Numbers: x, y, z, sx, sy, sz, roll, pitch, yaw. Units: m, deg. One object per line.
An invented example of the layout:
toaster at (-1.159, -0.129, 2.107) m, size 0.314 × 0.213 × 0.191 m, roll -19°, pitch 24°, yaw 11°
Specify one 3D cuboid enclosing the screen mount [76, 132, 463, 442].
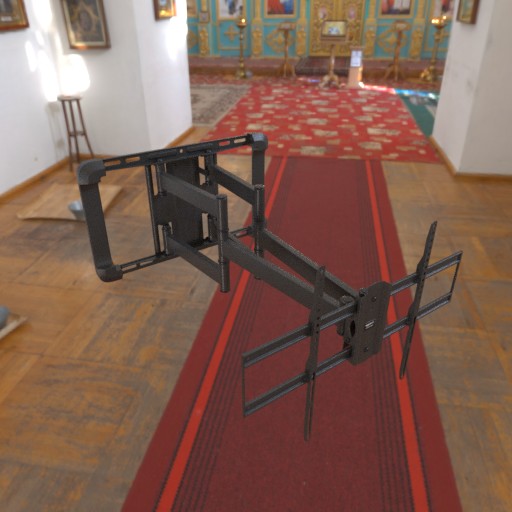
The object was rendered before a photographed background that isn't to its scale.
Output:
screen mount at (0.000, 0.000, 1.335) m, size 0.725 × 0.483 × 0.905 m, roll -19°, pitch 34°, yaw -31°
